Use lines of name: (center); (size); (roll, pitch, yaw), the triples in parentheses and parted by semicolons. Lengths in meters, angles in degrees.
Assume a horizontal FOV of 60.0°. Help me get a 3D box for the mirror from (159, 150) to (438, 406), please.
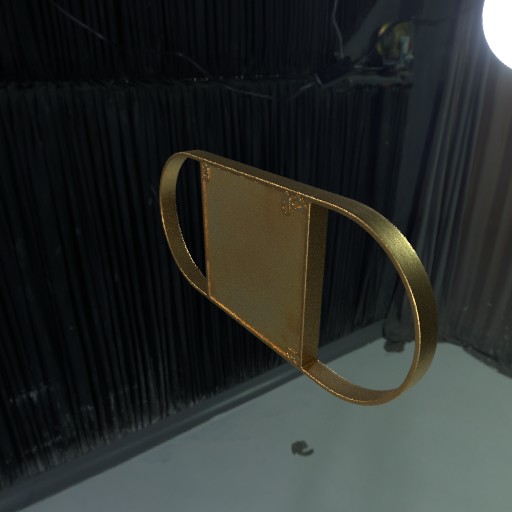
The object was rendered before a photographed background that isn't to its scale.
mirror: (0.000, 0.000, 0.663); (0.032, 0.254, 0.584); (-18, 30, -33)
